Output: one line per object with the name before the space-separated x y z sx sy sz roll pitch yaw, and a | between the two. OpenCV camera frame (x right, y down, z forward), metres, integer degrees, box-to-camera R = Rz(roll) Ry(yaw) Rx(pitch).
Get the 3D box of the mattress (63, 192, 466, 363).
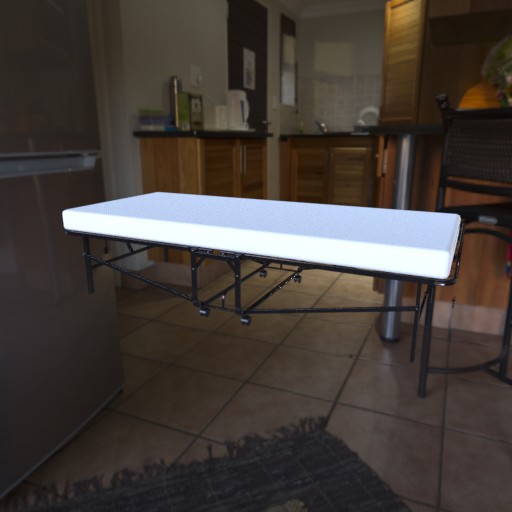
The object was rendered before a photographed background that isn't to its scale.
mattress | 0.000 0.000 2.574 2.153 0.519 0.922 8 18 25
